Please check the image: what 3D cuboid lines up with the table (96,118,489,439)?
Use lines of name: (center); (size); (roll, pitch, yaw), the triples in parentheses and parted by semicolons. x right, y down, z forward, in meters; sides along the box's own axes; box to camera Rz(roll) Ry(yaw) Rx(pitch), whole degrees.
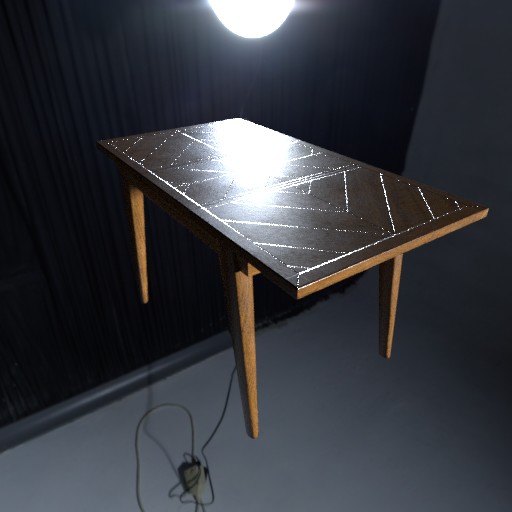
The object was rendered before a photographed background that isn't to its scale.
table: (0.000, 0.000, 1.851); (0.757, 0.760, 1.400); (-20, 36, -30)
